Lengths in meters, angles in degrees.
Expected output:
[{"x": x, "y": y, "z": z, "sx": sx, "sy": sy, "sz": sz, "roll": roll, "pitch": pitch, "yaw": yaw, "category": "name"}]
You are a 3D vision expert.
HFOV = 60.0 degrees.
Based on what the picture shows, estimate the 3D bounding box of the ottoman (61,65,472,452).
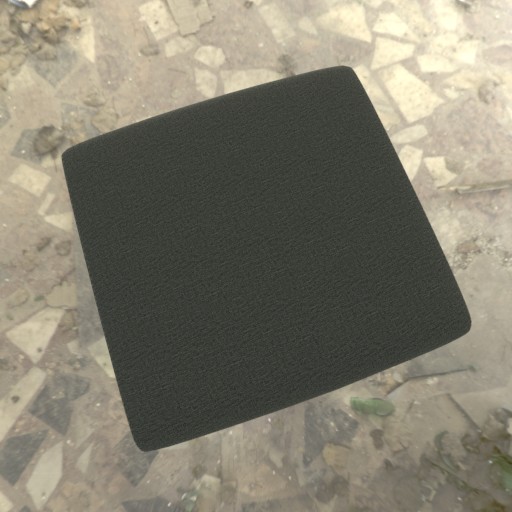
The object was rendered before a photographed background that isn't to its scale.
[{"x": 0.000, "y": 0.000, "z": 1.013, "sx": 0.650, "sy": 0.398, "sz": 0.649, "roll": -19, "pitch": 76, "yaw": -5, "category": "ottoman"}]
